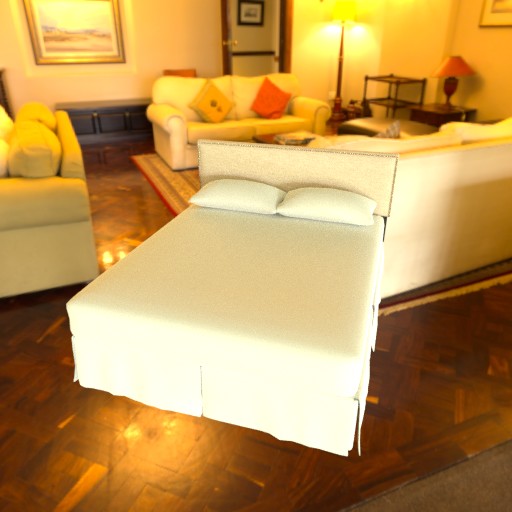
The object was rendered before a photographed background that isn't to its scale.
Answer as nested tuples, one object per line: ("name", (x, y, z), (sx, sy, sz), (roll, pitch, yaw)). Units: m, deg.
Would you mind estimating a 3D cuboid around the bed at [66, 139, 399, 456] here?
("bed", (0.000, 0.000, 2.857), (1.616, 1.016, 1.876), (8, 28, 16))
